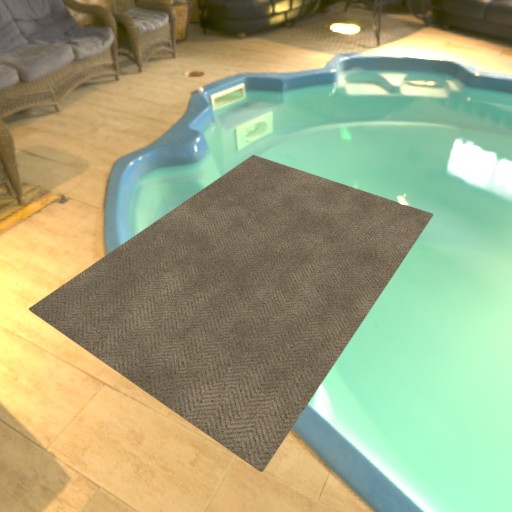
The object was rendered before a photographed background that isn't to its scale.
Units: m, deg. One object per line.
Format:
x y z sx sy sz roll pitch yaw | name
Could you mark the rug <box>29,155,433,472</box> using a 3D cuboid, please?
0.000 0.000 2.868 1.600 0.008 2.235 24 46 26 | rug
